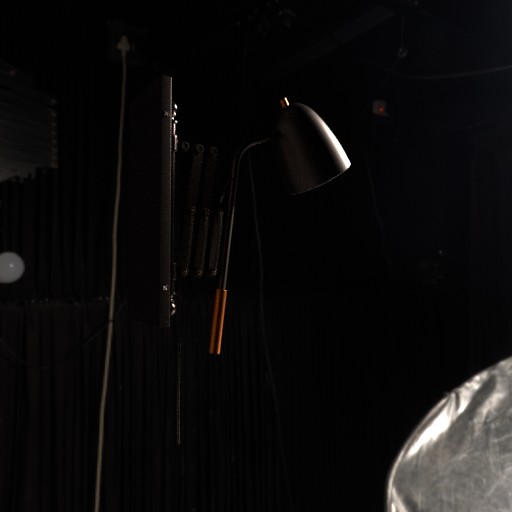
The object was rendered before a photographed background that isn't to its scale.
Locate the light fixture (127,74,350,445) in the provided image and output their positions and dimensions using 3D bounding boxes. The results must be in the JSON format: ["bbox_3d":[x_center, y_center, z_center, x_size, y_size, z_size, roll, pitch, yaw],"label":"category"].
[{"bbox_3d":[0.000,0.000,0.938,0.499,0.715,0.162,2,-3,-36],"label":"light fixture"}]
